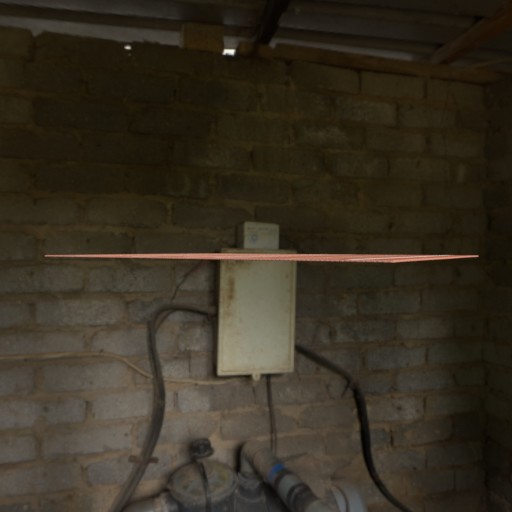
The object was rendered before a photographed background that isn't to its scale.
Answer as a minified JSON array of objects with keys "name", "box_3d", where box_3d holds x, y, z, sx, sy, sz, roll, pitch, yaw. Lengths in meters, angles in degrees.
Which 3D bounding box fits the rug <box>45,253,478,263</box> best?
[{"name":"rug","box_3d":[0.000,0.000,2.237,1.828,0.007,1.217,1,1,36]}]
